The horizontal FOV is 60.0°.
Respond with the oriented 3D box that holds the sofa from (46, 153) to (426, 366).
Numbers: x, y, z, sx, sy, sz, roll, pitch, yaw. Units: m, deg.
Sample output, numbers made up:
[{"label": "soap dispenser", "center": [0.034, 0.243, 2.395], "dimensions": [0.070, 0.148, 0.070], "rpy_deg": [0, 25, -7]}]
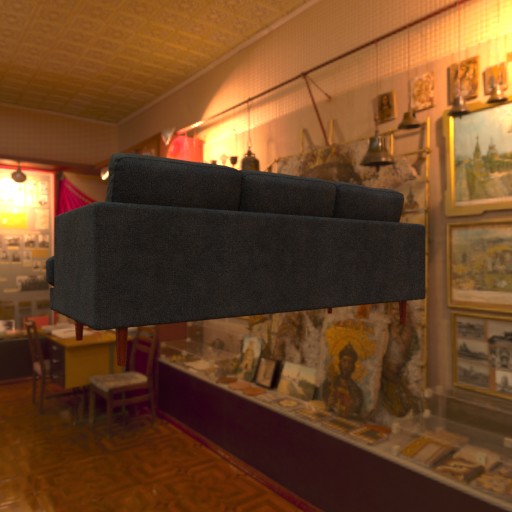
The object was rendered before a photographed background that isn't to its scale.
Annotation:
[{"label": "sofa", "center": [0.000, 0.000, 2.745], "dimensions": [2.246, 0.930, 0.903], "rpy_deg": [0, 0, -36]}]
